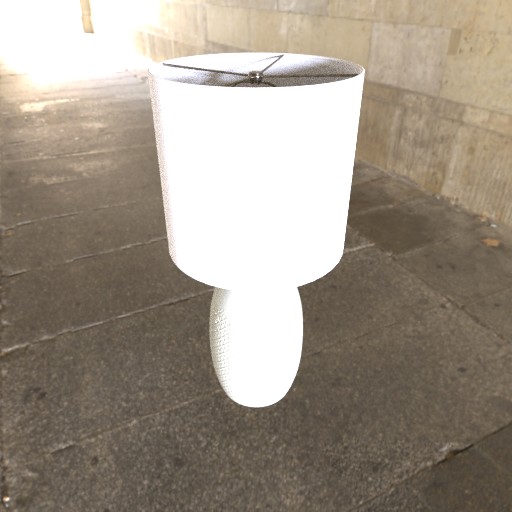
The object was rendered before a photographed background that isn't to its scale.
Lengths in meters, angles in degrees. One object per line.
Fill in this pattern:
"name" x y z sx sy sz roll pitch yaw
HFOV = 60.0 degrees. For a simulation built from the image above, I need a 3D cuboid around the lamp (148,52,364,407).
"lamp" 0.000 0.000 0.570 0.217 0.453 0.217 10 33 16
